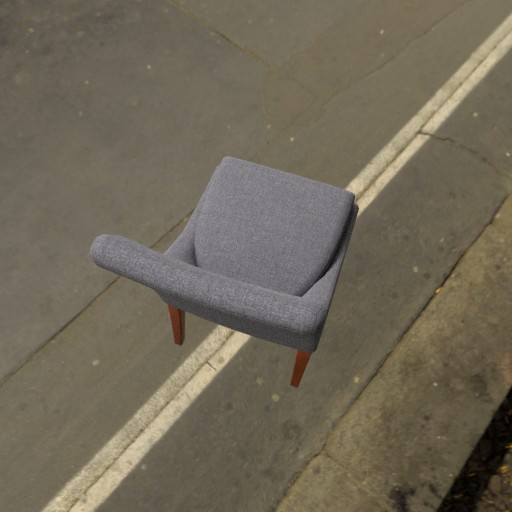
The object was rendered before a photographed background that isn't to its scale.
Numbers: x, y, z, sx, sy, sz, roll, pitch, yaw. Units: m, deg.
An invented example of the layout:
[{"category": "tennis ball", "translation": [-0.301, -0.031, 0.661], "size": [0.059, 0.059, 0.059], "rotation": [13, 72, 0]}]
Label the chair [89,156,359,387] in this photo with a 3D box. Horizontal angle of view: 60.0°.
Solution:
[{"category": "chair", "translation": [0.000, 0.000, 1.323], "size": [0.508, 0.952, 0.655], "rotation": [18, 66, 8]}]
